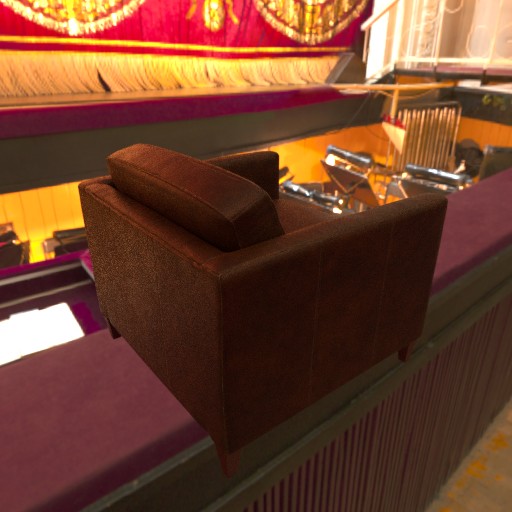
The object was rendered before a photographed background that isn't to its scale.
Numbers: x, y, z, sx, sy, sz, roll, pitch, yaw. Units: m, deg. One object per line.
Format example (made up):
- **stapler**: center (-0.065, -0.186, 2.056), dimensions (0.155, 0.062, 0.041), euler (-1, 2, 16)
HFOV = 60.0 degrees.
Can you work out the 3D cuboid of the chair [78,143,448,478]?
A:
- **chair**: center (0.000, 0.000, 1.723), dimensions (0.975, 0.864, 0.990), euler (-18, 31, -34)
